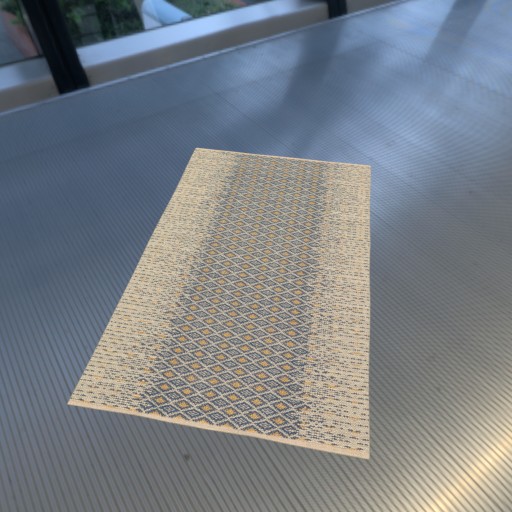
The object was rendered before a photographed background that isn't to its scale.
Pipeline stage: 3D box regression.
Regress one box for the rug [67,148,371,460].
[{"bbox_3d":[0.000,0.000,3.030,1.541,0.008,2.448,7,46,7],"label":"rug"}]
